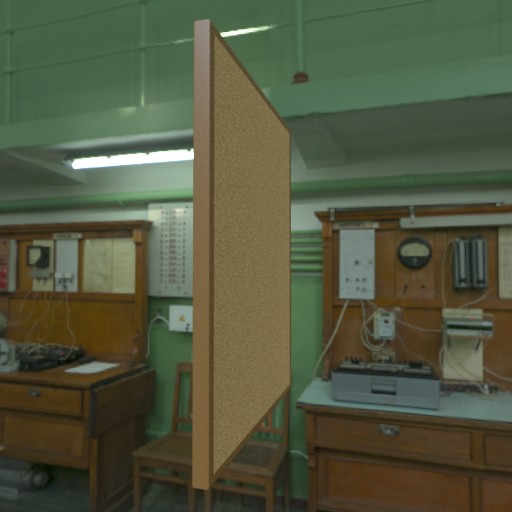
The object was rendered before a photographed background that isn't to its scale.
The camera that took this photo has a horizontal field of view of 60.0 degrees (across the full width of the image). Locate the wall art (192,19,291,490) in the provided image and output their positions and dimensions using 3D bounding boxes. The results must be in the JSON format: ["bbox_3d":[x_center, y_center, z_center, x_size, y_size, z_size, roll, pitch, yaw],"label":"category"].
[{"bbox_3d":[0.000,0.000,0.733,0.021,0.550,0.449,0,-1,17],"label":"wall art"}]
